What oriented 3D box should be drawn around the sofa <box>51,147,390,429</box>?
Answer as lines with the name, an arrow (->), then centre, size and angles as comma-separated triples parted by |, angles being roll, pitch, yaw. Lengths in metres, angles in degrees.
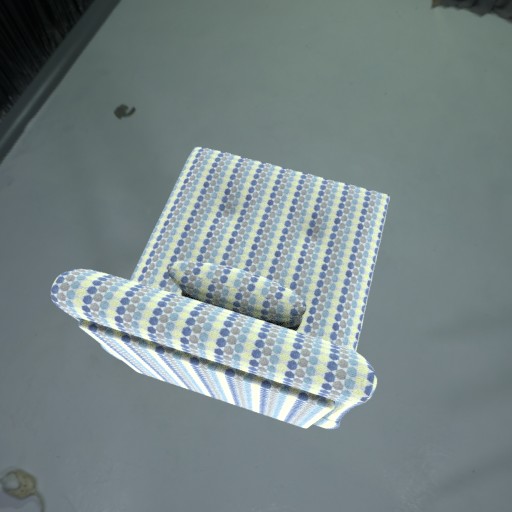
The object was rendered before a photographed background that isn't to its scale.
sofa -> 0.000, 0.000, 1.684 | 0.930, 0.830, 1.000 | 16, 66, 8
